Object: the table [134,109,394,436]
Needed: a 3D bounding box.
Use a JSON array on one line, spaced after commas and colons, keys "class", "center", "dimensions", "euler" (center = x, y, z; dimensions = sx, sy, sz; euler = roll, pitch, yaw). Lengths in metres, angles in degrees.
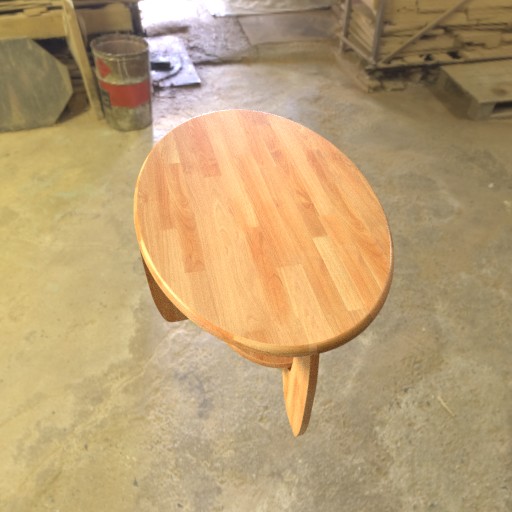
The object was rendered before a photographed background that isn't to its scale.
[{"class": "table", "center": [0.000, 0.000, 1.411], "dimensions": [0.690, 0.490, 1.040], "euler": [-10, 47, -10]}]
